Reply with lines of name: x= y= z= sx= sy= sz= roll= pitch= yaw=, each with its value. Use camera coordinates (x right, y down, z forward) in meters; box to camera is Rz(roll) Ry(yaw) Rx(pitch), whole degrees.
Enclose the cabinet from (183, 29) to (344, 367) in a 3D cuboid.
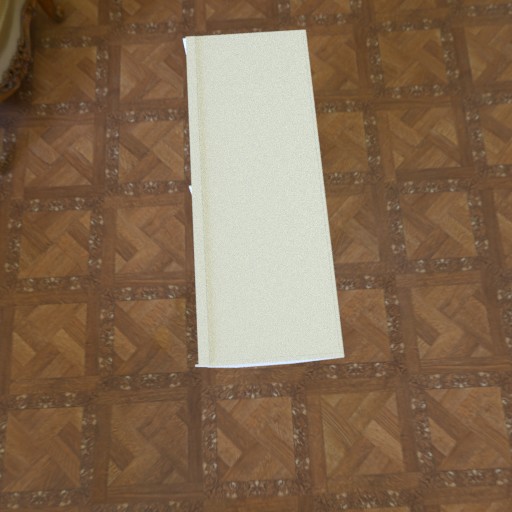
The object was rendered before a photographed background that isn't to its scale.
cabinet: x=0.000 y=0.000 z=2.613 sx=0.480 sy=2.160 sz=1.250 roll=-4 pitch=76 yaw=-1
